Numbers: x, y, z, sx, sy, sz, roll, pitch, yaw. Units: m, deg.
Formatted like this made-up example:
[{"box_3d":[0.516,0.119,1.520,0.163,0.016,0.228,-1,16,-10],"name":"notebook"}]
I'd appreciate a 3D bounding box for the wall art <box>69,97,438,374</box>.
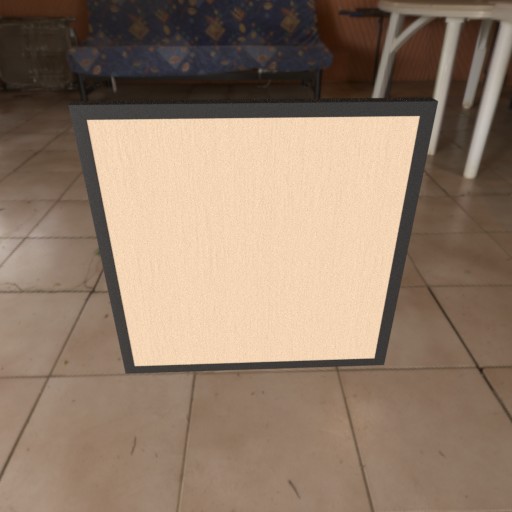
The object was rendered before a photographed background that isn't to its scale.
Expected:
[{"box_3d":[0.000,0.000,0.451,0.306,0.304,0.015,-1,31,-2],"name":"wall art"}]
